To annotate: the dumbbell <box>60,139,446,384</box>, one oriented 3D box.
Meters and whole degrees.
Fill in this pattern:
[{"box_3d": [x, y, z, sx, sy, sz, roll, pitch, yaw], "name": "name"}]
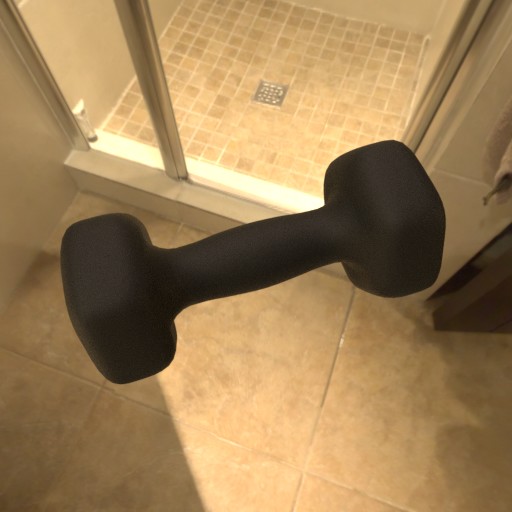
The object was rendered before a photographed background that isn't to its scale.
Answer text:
[{"box_3d": [0.000, 0.000, 0.291, 0.231, 0.101, 0.112, -16, 66, -7], "name": "dumbbell"}]
